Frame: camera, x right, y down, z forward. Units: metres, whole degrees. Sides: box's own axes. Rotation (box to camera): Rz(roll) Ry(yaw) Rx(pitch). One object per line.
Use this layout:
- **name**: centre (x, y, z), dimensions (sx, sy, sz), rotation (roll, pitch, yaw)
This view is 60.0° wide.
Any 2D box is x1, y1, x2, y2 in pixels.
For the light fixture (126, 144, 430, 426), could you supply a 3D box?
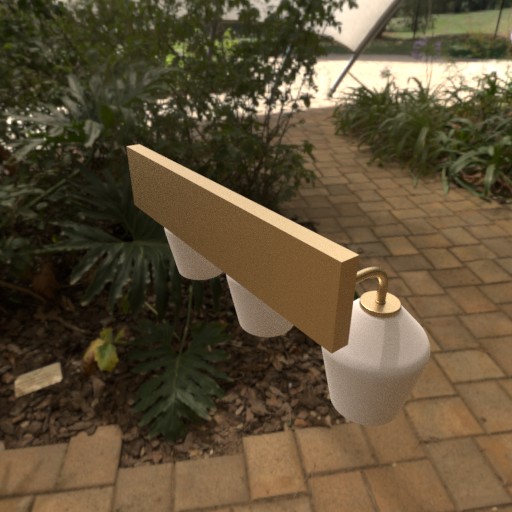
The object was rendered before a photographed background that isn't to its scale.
- **light fixture**: centre (0.000, 0.000, 0.729), dimensions (0.190, 0.280, 0.609), rotation (-19, 34, -31)
